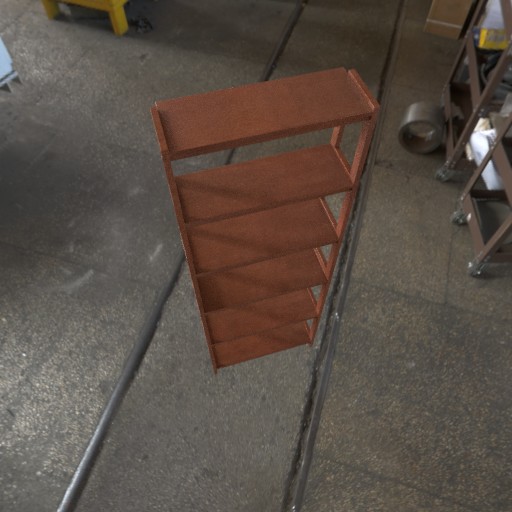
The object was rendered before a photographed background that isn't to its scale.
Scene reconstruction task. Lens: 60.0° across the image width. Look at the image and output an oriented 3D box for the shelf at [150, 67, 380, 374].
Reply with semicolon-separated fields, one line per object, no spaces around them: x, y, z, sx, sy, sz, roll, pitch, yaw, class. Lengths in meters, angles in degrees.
0.000;0.000;2.152;0.660;1.892;0.382;-14;58;-9;shelf
